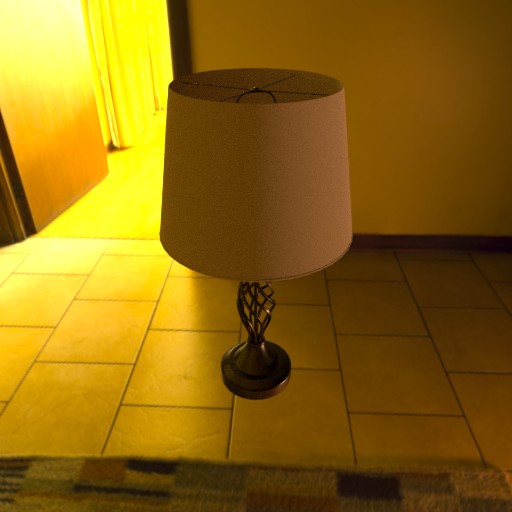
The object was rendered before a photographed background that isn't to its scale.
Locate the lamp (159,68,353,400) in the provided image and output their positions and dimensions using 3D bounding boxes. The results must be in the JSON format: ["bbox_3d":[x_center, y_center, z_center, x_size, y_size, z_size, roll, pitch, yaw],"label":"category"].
[{"bbox_3d":[0.000,0.000,0.802,0.331,0.594,0.331,0,32,0],"label":"lamp"}]
